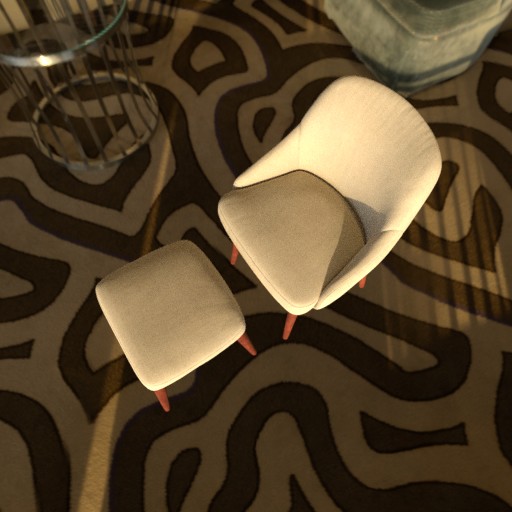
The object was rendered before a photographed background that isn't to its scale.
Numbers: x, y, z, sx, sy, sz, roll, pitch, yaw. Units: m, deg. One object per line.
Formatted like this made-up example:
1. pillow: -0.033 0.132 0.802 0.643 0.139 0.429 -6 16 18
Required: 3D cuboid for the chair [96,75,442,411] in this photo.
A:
1. chair: 0.000 0.000 1.588 1.114 0.866 0.584 -30 67 -14
